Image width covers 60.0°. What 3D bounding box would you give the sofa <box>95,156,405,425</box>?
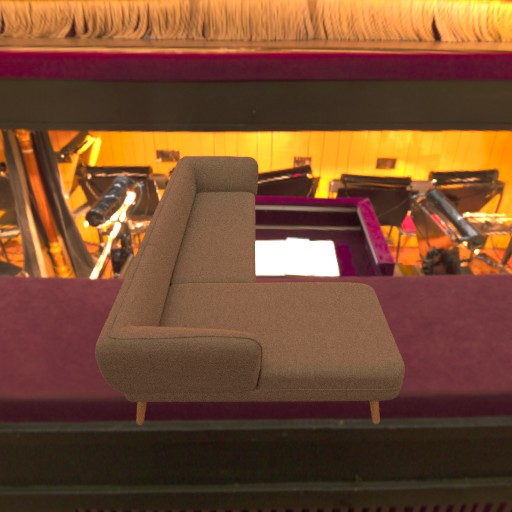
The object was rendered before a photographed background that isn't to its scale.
[{"bbox_3d":[0.000,0.000,3.306,1.532,0.693,2.653,0,31,0],"label":"sofa"}]
